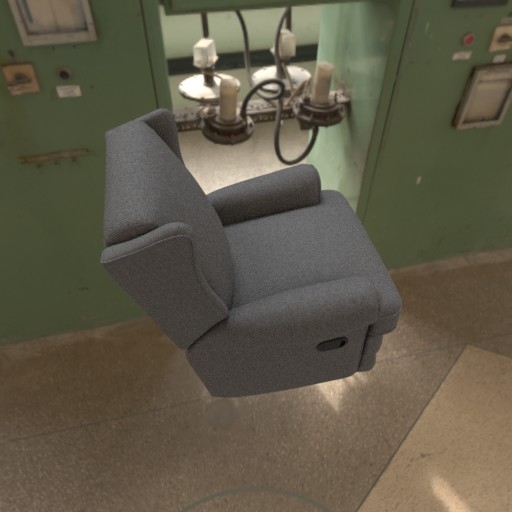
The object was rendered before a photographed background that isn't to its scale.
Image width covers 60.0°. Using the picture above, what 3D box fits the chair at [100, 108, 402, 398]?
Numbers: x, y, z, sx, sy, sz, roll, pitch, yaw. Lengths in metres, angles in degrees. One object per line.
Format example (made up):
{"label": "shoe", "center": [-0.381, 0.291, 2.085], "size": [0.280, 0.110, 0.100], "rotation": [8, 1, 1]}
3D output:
{"label": "chair", "center": [0.000, 0.000, 1.740], "size": [0.969, 1.011, 0.847], "rotation": [-9, 47, -8]}
